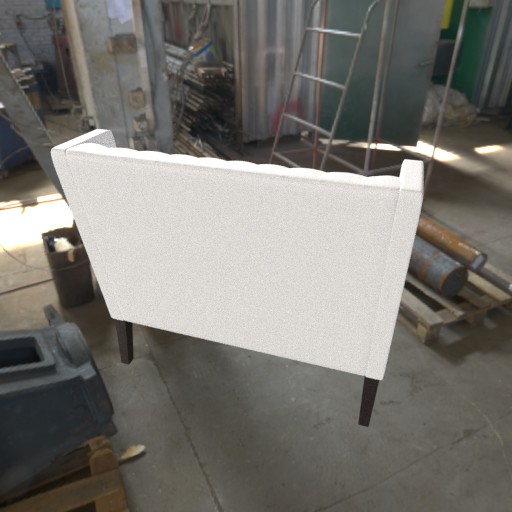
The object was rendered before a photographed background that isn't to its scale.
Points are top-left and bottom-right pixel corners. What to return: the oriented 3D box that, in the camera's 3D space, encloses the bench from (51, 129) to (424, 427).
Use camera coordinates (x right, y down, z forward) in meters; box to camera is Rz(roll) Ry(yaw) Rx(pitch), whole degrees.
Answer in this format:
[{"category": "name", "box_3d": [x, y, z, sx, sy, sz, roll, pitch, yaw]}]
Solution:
[{"category": "bench", "box_3d": [0.000, 0.000, 2.015, 1.280, 1.123, 0.847, 10, 32, 16]}]
